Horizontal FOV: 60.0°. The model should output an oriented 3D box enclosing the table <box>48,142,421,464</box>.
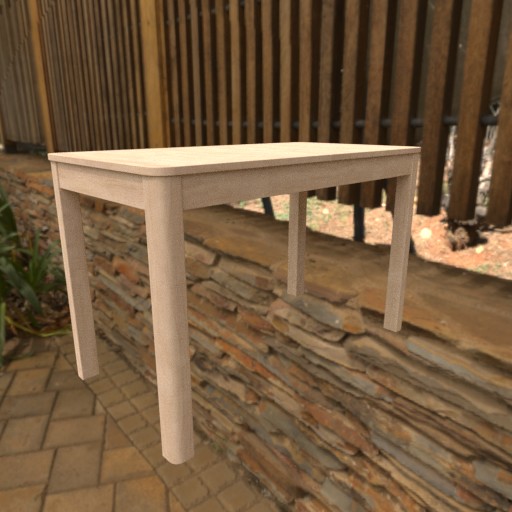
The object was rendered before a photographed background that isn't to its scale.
[{"bbox_3d":[0.000,0.000,1.930,1.400,0.900,0.750,-15,23,-42],"label":"table"}]
